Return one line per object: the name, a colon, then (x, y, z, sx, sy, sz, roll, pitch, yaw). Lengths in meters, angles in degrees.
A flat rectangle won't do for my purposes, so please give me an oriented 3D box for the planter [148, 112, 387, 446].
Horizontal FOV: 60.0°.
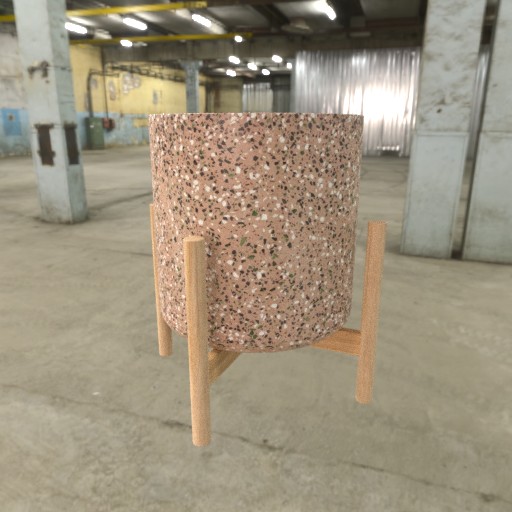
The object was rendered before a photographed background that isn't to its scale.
planter: (0.000, 0.000, 0.696, 0.360, 0.419, 0.360, -15, 22, -42)
